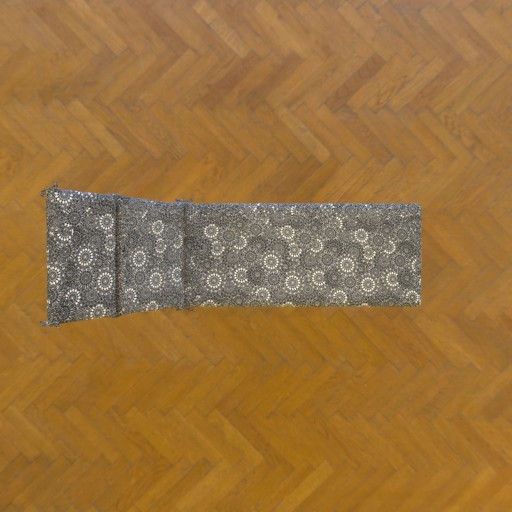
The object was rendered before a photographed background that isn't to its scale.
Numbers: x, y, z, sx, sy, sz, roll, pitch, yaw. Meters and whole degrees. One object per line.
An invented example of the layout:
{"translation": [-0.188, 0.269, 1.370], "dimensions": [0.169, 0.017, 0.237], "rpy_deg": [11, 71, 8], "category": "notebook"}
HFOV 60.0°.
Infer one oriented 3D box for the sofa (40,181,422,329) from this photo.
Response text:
{"translation": [0.000, 0.000, 1.975], "dimensions": [1.663, 0.622, 0.582], "rpy_deg": [0, 91, 0], "category": "sofa"}
